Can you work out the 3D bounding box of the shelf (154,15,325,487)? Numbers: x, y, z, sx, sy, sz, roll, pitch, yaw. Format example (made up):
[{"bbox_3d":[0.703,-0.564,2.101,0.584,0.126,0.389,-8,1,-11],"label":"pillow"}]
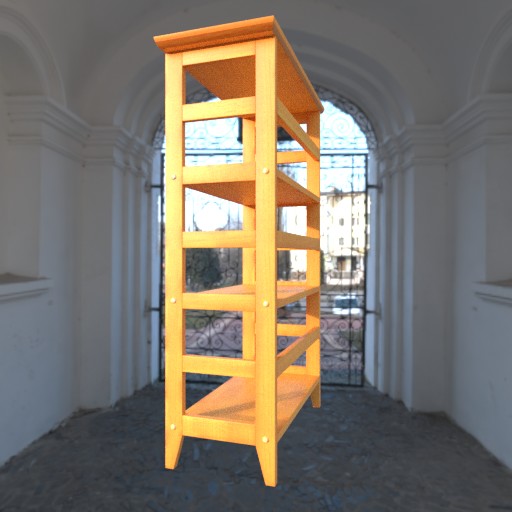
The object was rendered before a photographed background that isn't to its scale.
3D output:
[{"bbox_3d":[0.000,0.000,1.344,0.305,1.067,0.660,0,0,19],"label":"shelf"}]
